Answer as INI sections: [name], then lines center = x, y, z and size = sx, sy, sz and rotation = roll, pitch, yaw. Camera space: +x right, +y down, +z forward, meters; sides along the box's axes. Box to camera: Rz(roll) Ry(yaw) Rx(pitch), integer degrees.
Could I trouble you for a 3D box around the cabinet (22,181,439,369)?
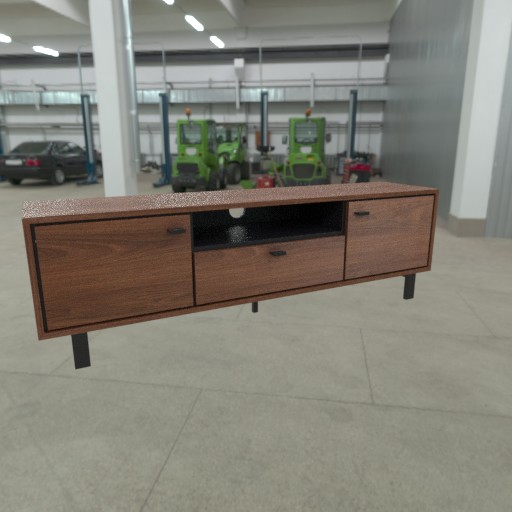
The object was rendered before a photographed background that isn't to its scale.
[cabinet]
center = 0.000, 0.000, 1.820
size = 1.650, 0.500, 0.400
rotation = -7, 17, -26
